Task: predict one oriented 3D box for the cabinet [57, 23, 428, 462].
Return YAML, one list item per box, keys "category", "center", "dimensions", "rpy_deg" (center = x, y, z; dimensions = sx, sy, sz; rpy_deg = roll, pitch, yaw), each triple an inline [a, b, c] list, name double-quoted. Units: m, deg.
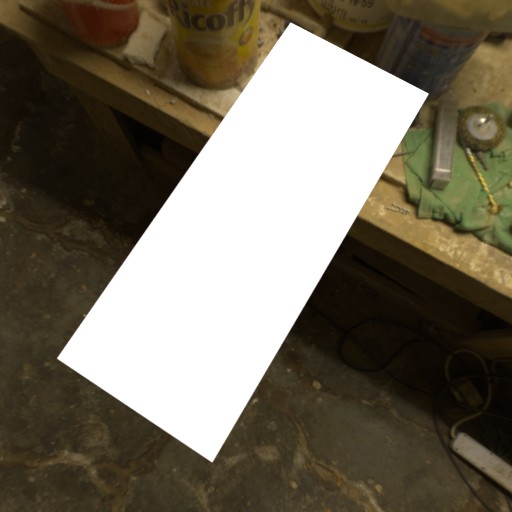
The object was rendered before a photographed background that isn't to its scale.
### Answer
- category: "cabinet"
  center: [0.000, 0.000, 1.422]
  dimensions: [0.400, 0.800, 1.000]
  rpy_deg: [31, 79, 7]
